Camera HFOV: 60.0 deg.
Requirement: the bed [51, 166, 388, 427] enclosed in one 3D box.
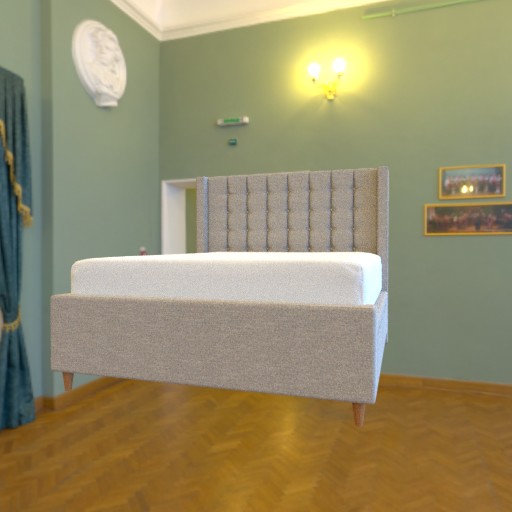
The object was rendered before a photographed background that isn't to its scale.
[{"bbox_3d":[0.000,0.000,3.677,2.044,1.748,2.372,0,1,18],"label":"bed"}]
